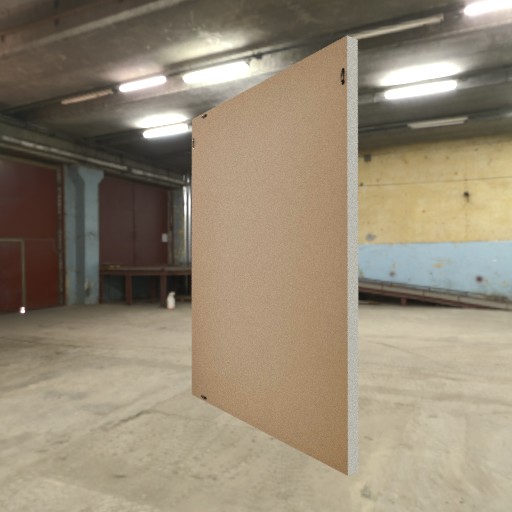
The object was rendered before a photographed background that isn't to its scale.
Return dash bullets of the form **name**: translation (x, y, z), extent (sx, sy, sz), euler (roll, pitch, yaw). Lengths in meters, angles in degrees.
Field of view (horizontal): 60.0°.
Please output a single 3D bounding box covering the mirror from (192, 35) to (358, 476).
- **mirror**: translation (0.000, 0.000, 1.339), extent (0.041, 1.016, 0.762), euler (0, -1, -36)
